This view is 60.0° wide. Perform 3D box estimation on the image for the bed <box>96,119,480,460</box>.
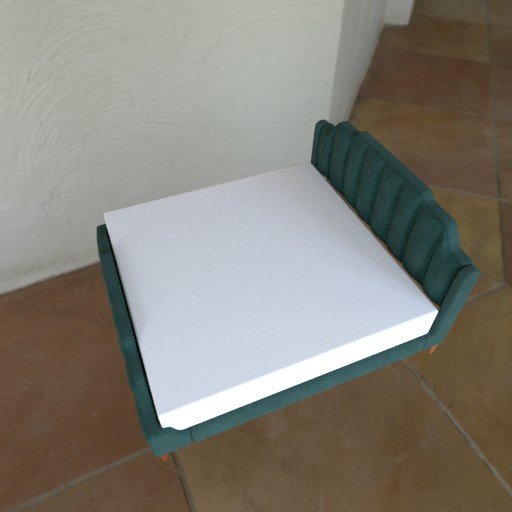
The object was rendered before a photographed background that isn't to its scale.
[{"bbox_3d":[0.000,0.000,3.516,2.340,1.245,2.074,-17,49,-15],"label":"bed"}]
